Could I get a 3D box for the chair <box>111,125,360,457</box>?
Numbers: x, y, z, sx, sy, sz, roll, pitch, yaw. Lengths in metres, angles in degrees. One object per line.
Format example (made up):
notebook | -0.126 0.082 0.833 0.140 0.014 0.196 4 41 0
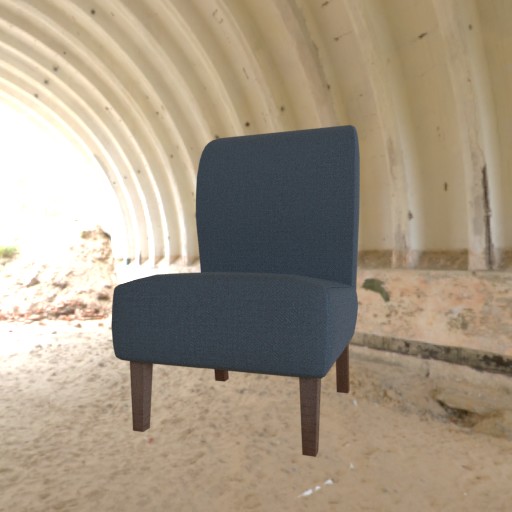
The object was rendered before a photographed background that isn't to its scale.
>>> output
chair | 0.000 0.000 1.179 0.513 0.804 0.592 0 0 19
